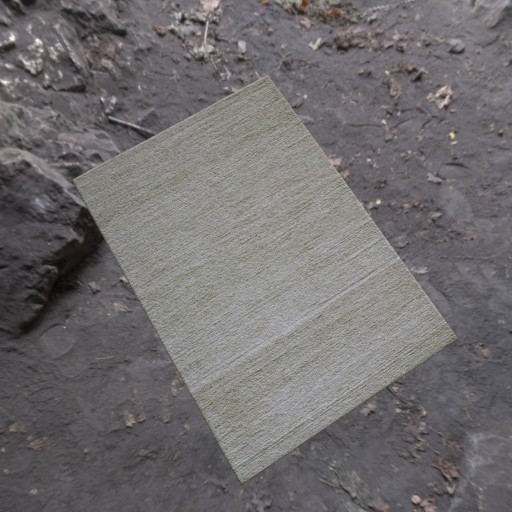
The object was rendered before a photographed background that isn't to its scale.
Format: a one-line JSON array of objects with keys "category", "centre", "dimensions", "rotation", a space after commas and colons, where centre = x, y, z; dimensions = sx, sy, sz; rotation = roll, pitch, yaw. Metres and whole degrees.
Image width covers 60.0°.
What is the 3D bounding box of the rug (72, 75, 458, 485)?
[{"category": "rug", "centre": [0.000, 0.000, 2.940], "dimensions": [1.606, 0.017, 2.270], "rotation": [-31, 78, -8]}]
